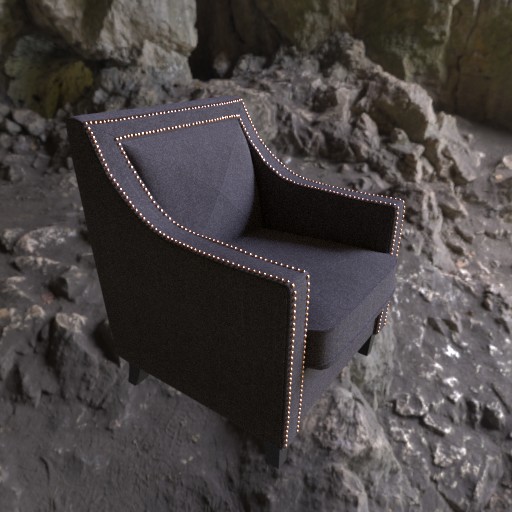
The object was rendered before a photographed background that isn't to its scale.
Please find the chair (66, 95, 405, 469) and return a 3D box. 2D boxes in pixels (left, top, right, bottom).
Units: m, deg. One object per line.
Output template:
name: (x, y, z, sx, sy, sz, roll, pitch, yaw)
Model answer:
chair: (0.000, 0.000, 1.562, 0.884, 0.967, 0.776, 17, 31, 32)
